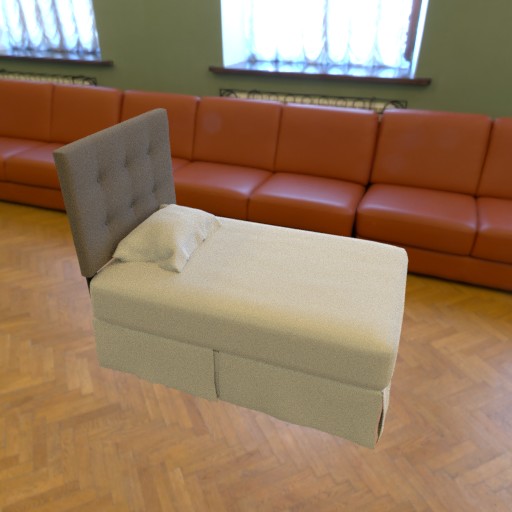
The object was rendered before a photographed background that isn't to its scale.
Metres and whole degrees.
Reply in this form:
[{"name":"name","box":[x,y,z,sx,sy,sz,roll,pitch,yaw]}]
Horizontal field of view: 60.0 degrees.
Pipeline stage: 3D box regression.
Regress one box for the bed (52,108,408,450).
[{"name":"bed","box":[0.000,0.000,2.978,1.997,1.571,1.261,10,32,17]}]
